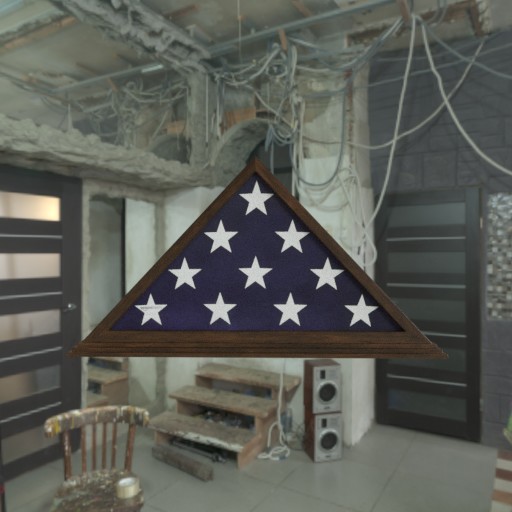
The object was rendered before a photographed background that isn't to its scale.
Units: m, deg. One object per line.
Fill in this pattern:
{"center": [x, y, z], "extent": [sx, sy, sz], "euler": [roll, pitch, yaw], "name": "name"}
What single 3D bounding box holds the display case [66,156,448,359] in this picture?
{"center": [0.000, 0.000, 0.789], "extent": [0.640, 0.340, 0.095], "euler": [0, 0, 1], "name": "display case"}
